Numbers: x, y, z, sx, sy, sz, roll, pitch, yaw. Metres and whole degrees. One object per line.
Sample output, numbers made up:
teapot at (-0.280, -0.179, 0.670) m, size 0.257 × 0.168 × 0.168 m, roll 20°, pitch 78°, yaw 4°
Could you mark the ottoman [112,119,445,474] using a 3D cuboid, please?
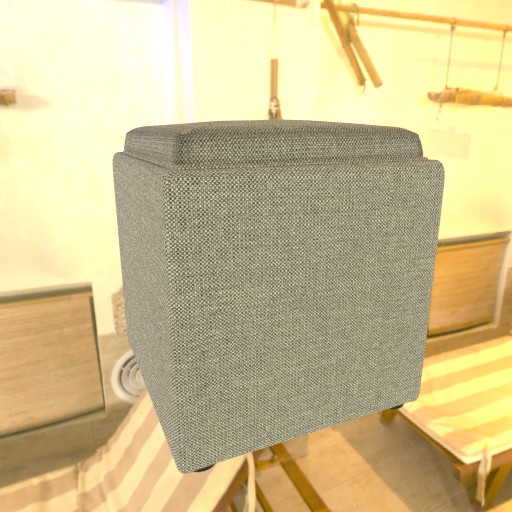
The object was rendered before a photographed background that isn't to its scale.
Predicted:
ottoman at (0.000, 0.000, 0.827) m, size 0.436 × 0.487 × 0.454 m, roll -7°, pitch 18°, yaw -23°
